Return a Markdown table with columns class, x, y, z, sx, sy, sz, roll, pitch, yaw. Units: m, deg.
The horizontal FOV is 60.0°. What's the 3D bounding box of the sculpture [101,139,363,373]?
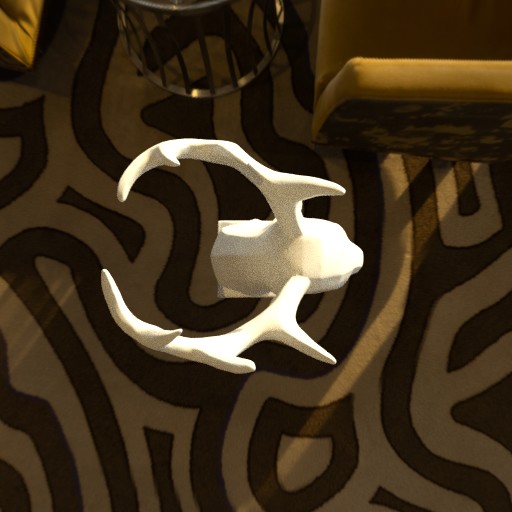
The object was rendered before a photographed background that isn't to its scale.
| class | x | y | z | sx | sy | sz | roll | pitch | yaw |
| --- | --- | --- | --- | --- | --- | --- | --- | --- | --- |
| sculpture | 0.000 | 0.000 | 0.459 | 0.224 | 0.329 | 0.174 | 0 | 89 | -1 |
